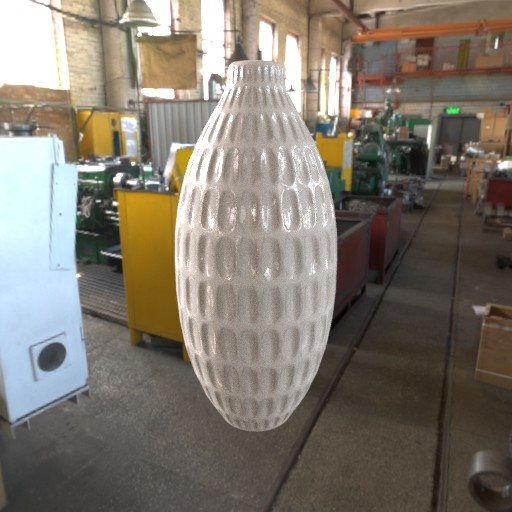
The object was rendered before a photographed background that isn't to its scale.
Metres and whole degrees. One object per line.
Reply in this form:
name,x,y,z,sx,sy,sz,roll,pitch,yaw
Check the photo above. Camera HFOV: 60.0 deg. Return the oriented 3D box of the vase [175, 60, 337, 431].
vase,0.000,0.000,0.351,0.127,0.282,0.127,0,16,0
